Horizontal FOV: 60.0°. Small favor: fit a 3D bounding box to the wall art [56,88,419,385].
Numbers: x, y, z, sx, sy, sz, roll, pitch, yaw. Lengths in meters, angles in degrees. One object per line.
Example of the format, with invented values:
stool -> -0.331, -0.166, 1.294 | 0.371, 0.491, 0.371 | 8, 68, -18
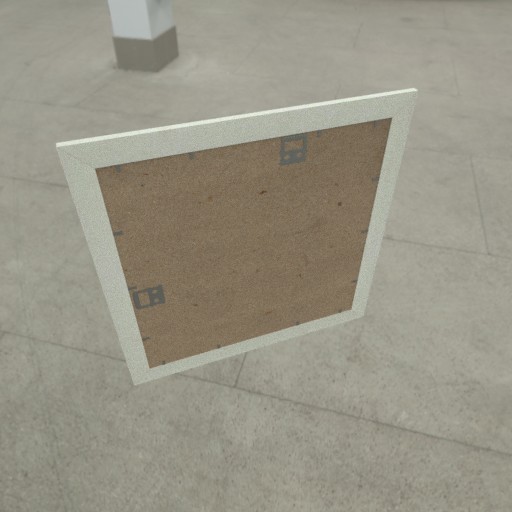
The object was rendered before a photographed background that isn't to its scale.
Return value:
wall art -> 0.000, 0.000, 0.879 | 0.584, 0.584, 0.013 | -14, 43, -15
